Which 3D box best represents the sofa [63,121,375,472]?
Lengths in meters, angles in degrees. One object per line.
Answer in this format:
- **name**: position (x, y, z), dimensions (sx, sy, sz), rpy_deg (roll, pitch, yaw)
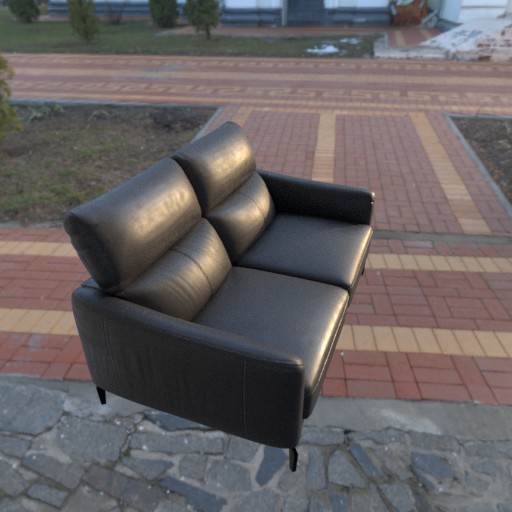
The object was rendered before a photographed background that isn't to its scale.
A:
- **sofa**: position (0.000, 0.000, 2.173), dimensions (0.958, 0.920, 1.596), rpy_deg (12, 33, 18)
